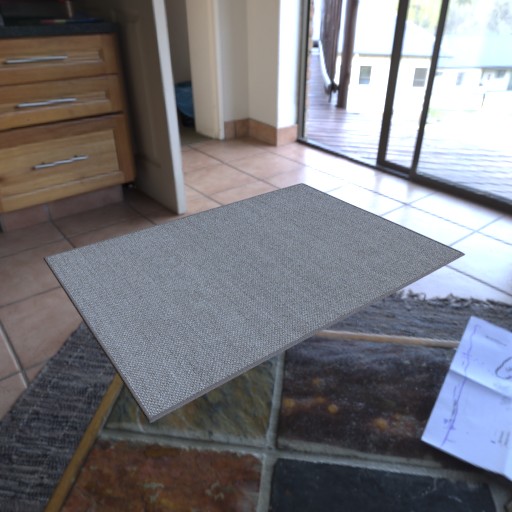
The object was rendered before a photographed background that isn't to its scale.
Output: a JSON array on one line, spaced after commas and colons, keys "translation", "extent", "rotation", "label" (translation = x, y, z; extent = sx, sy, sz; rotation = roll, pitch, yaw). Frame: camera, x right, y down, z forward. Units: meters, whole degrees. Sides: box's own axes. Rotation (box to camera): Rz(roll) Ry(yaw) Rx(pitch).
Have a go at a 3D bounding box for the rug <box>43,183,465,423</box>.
[{"translation": [0.000, 0.000, 2.721], "extent": [2.115, 0.013, 1.517], "rotation": [-21, 36, -31], "label": "rug"}]
